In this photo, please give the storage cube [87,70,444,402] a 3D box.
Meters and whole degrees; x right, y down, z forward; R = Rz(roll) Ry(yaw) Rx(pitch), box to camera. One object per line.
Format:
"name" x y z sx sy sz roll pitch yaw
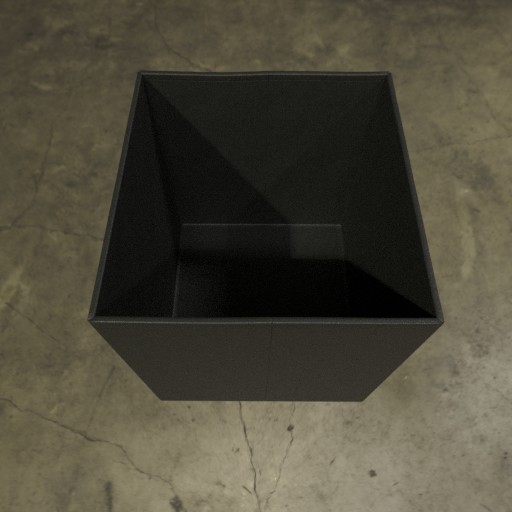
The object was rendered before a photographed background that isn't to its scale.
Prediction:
"storage cube" 0.000 0.000 0.496 0.270 0.280 0.270 0 61 0
